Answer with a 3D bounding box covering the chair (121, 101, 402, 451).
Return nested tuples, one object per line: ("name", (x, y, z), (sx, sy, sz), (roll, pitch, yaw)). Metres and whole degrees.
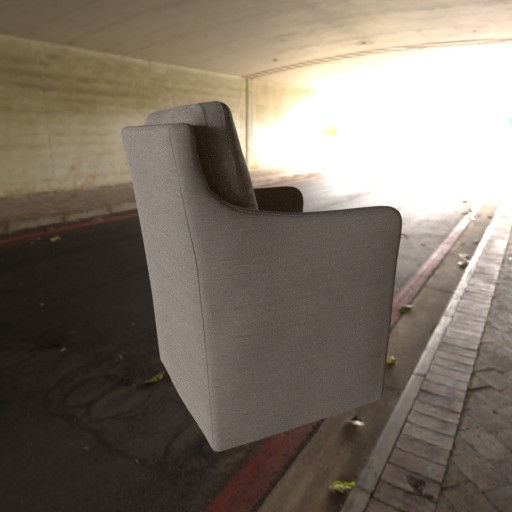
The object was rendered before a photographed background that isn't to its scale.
("chair", (0.000, 0.000, 1.435), (0.694, 0.914, 0.626), (-7, 17, -25))
